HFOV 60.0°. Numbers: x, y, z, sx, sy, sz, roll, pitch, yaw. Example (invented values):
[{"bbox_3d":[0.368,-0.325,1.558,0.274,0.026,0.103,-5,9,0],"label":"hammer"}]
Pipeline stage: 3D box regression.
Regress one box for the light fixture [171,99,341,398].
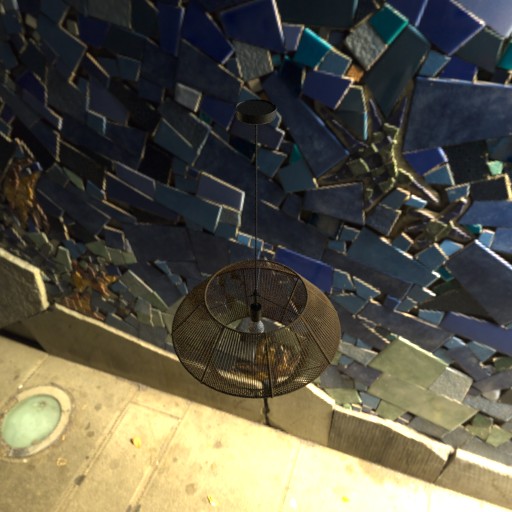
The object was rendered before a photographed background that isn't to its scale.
[{"bbox_3d":[0.000,0.000,1.470,0.643,1.009,0.643,0,40,0],"label":"light fixture"}]
